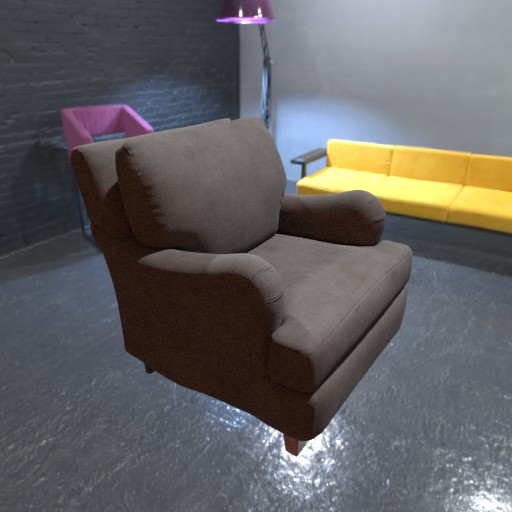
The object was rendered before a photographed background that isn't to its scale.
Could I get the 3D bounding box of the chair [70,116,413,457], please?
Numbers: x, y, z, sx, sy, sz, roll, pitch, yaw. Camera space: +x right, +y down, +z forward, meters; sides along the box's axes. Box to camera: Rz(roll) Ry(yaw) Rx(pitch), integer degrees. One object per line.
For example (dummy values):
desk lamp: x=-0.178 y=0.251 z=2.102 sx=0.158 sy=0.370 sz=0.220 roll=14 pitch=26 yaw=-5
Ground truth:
chair: x=0.000 y=0.000 z=1.827 sx=1.070 sy=0.997 sz=0.955 roll=17 pitch=30 yaw=32
